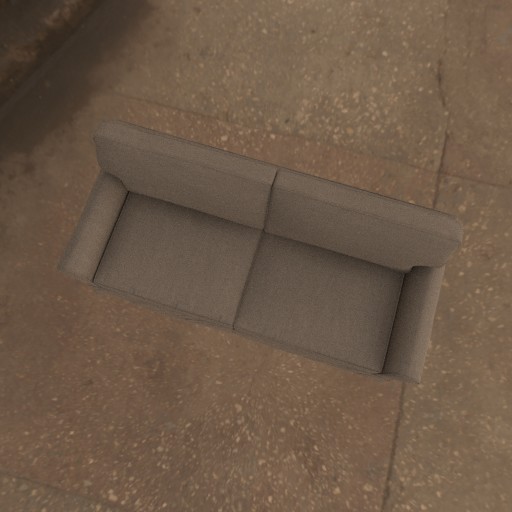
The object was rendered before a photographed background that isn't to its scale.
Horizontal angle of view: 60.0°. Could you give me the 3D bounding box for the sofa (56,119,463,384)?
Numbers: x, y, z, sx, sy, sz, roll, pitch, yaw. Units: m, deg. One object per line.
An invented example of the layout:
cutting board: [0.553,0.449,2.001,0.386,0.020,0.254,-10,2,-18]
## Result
sofa: [0.000,0.000,2.759,2.248,0.943,0.991,17,76,4]
